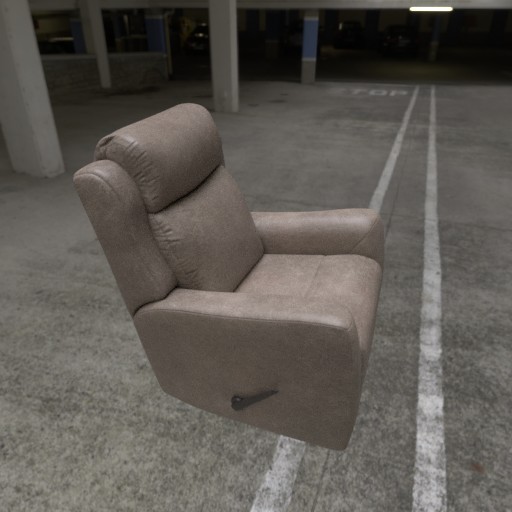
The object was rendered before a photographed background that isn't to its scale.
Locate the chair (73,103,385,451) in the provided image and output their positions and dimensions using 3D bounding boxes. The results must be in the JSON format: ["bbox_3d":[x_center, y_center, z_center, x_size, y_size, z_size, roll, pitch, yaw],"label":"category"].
[{"bbox_3d":[0.000,0.000,1.909,1.068,1.116,0.967,10,31,17],"label":"chair"}]
